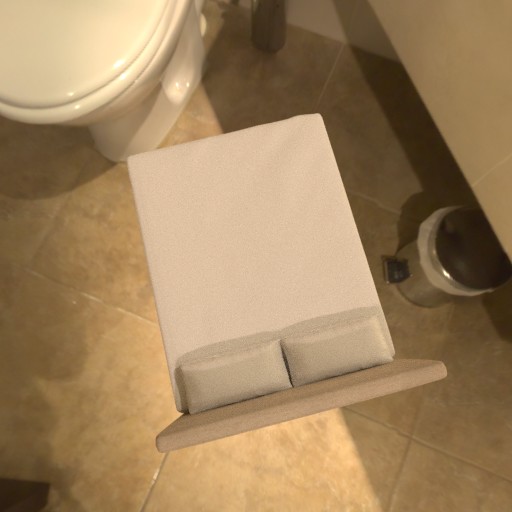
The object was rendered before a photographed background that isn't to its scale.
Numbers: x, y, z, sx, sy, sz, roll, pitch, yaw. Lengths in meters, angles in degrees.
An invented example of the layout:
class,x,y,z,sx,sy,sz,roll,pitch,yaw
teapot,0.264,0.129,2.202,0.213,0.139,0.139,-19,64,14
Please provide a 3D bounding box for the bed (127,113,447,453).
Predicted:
class,x,y,z,sx,sy,sz,roll,pitch,yaw
bed,0.000,0.000,3.254,1.713,1.330,2.162,-14,78,-3
